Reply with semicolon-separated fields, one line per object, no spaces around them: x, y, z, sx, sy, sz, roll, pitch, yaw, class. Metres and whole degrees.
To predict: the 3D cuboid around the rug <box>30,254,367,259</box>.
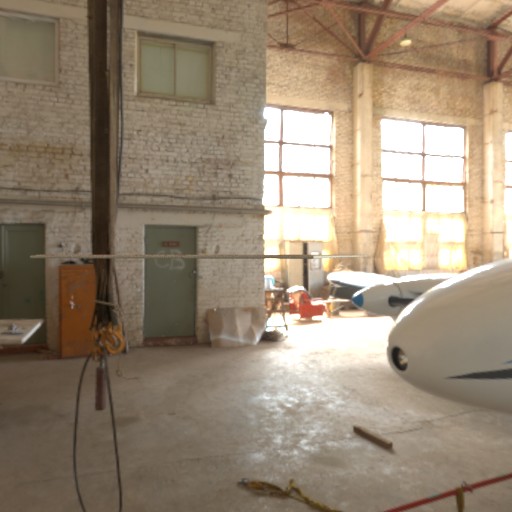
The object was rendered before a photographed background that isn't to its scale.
0.000;0.000;1.417;0.604;0.007;1.219;0;0;18;rug
